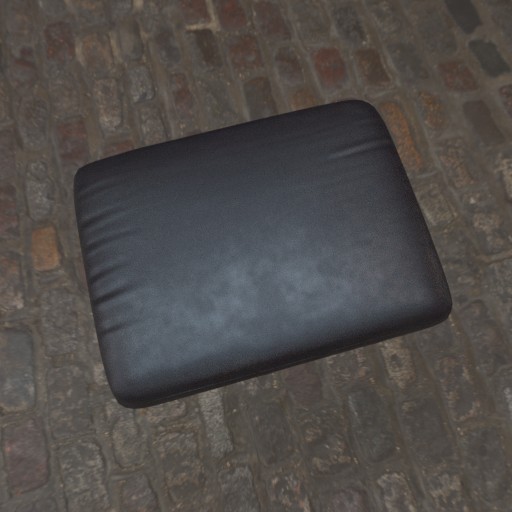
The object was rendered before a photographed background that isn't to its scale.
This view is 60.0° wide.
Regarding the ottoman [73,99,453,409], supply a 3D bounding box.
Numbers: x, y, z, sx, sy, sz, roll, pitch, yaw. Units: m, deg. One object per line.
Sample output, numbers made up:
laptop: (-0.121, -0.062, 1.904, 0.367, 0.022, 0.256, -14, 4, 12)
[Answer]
ottoman: (0.000, 0.000, 1.113, 0.764, 0.402, 0.570, -15, 75, -4)
